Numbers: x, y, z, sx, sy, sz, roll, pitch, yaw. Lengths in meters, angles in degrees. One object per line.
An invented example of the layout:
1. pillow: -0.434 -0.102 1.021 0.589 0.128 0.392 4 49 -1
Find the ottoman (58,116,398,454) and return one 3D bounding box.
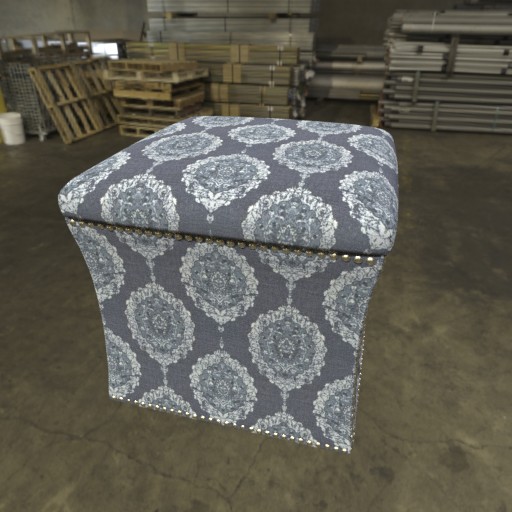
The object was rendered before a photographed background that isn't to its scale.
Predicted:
1. ottoman: 0.000 0.000 0.891 0.497 0.475 0.507 8 30 14
